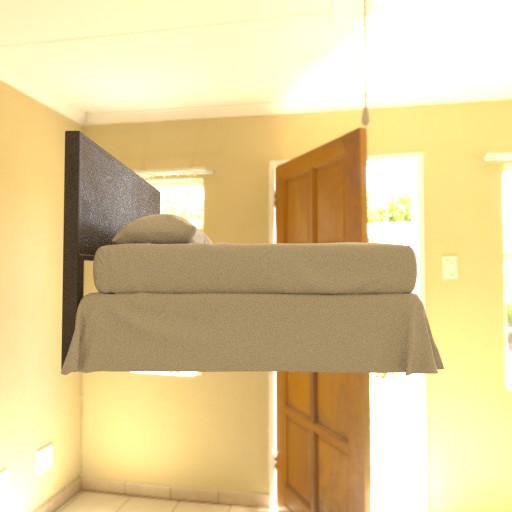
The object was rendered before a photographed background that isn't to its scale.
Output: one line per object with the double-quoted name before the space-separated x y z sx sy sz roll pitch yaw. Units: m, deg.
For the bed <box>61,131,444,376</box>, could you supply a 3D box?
"bed" 0.000 0.000 2.863 1.785 1.142 1.772 0 -2 1
